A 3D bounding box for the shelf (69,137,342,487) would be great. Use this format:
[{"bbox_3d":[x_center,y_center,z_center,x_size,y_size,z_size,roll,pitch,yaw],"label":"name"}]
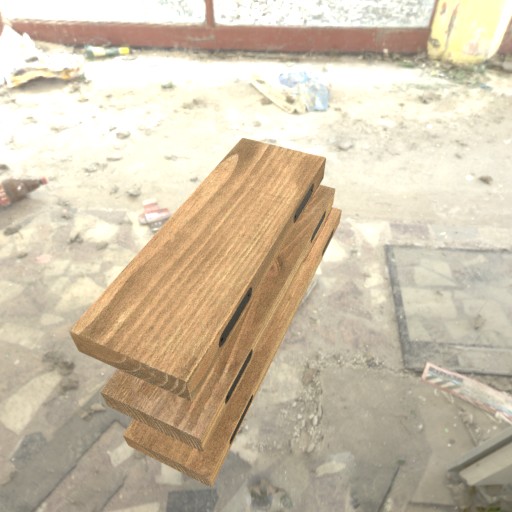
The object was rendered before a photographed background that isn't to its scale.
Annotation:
[{"bbox_3d":[0.000,0.000,0.724,0.140,0.293,0.610,18,48,17],"label":"shelf"}]
